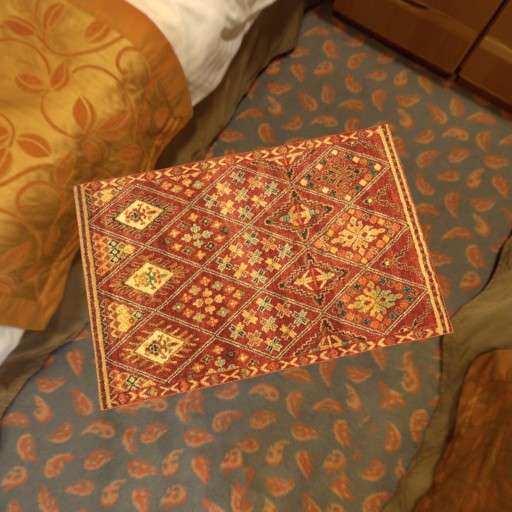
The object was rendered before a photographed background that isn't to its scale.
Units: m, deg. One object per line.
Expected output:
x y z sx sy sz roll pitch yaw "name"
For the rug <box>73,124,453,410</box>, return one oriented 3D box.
0.000 0.000 2.966 2.286 0.026 1.521 -12 77 -3 "rug"
